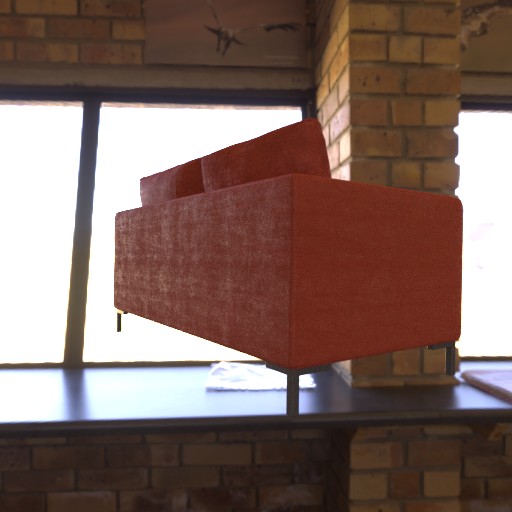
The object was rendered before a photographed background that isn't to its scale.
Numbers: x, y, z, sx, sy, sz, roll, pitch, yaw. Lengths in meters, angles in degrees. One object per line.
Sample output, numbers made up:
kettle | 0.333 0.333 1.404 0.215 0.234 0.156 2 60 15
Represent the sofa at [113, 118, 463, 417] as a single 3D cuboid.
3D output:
sofa | 0.000 0.000 2.068 0.864 0.896 1.574 0 0 -35
